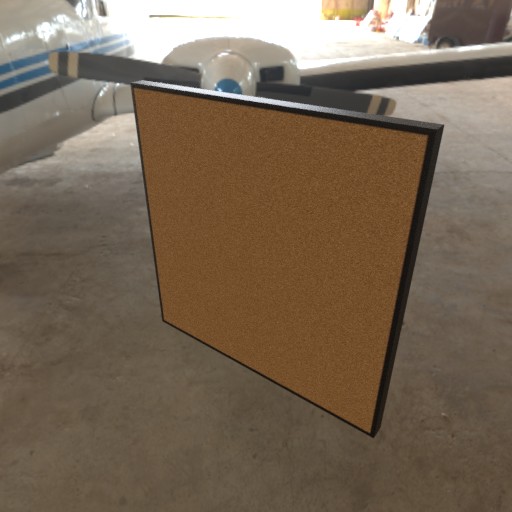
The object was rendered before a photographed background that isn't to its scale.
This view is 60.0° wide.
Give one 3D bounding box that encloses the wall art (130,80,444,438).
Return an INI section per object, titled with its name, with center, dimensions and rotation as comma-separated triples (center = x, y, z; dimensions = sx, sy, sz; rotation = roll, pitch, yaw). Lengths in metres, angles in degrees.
[wall art]
center = 0.000, 0.000, 0.753
dimensions = 0.513, 0.511, 0.028
rotation = 21, 36, 31
